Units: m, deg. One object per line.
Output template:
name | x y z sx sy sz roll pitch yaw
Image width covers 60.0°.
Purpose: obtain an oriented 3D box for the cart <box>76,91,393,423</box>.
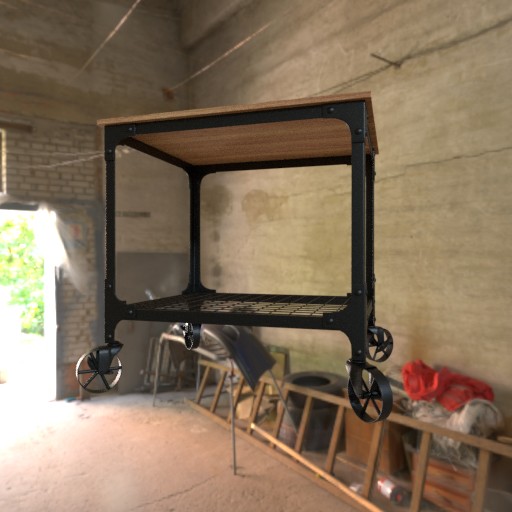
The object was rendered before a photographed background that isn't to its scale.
cart | 0.000 0.000 1.124 0.666 0.603 0.558 0 0 17
